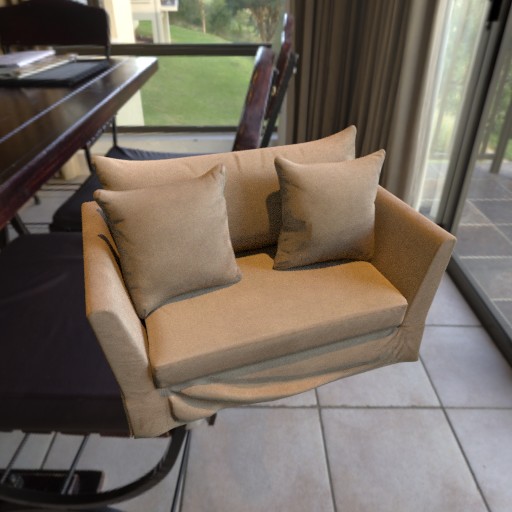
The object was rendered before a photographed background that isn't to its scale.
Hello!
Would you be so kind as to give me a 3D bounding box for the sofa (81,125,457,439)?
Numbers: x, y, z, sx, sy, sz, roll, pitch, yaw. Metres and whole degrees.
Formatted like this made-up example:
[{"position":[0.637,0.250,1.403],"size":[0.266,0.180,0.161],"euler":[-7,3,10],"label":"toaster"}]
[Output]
[{"position":[0.000,0.000,2.278],"size":[1.608,1.040,1.035],"euler":[-11,34,-16],"label":"sofa"}]
